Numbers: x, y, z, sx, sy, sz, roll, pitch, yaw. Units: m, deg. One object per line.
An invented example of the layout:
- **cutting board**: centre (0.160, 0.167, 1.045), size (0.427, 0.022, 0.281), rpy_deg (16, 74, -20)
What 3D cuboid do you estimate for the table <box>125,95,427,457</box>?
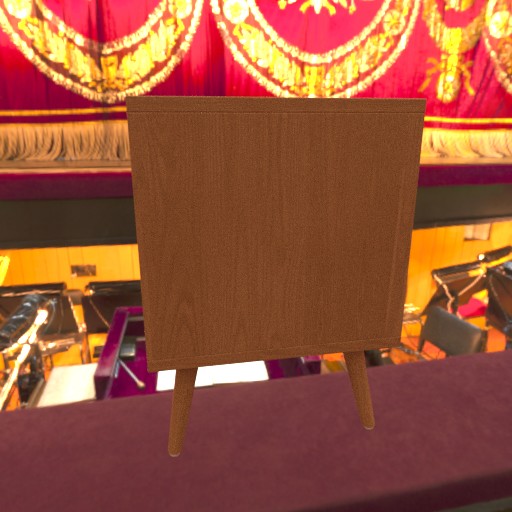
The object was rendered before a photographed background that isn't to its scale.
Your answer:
- **table**: centre (0.000, 0.000, 0.840), size (0.400, 0.550, 0.400), rpy_deg (-3, 18, -11)
